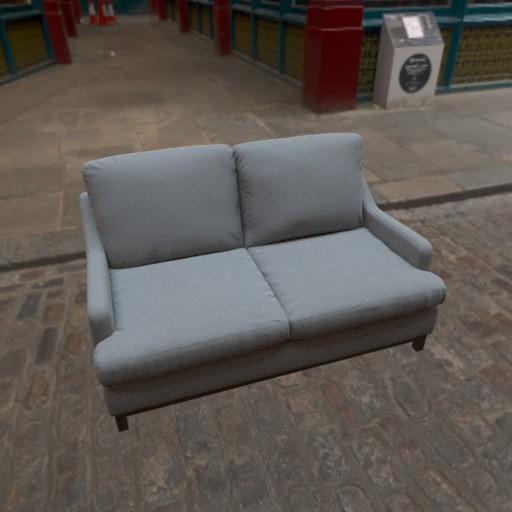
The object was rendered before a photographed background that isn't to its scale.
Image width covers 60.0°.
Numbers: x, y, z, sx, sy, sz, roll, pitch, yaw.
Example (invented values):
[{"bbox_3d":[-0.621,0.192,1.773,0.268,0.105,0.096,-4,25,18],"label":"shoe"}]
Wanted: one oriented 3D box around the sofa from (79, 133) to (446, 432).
[{"bbox_3d":[0.000,0.000,2.192,1.589,0.921,0.987,-10,34,-16],"label":"sofa"}]
